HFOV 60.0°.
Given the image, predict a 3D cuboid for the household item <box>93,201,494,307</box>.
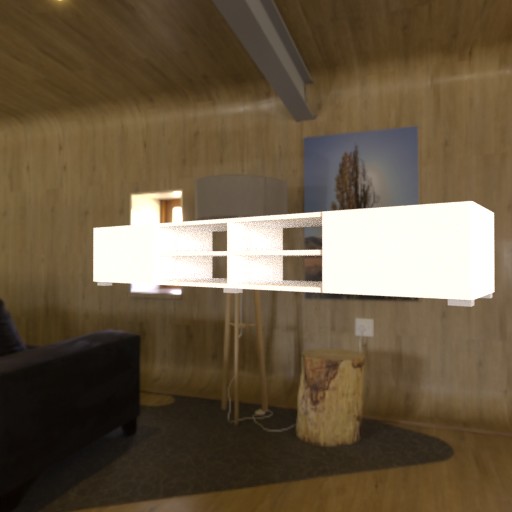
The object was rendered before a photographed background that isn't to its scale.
[{"bbox_3d":[0.000,0.000,1.996,1.850,0.310,0.420,0,-1,36],"label":"household item"}]
